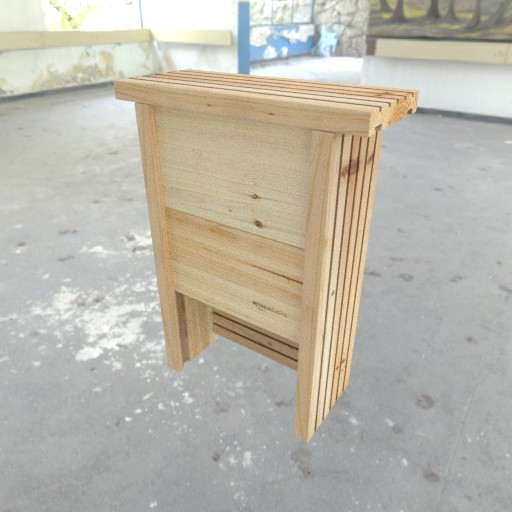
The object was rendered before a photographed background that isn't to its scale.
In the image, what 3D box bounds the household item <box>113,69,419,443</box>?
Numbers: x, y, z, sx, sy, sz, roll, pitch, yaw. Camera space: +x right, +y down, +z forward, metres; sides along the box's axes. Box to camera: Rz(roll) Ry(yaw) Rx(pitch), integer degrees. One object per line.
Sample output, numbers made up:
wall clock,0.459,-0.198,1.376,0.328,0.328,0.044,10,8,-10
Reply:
household item,0.000,0.000,0.559,0.301,0.407,0.123,19,34,30
